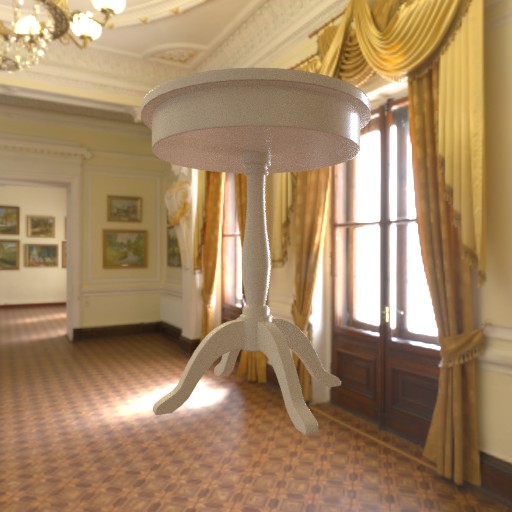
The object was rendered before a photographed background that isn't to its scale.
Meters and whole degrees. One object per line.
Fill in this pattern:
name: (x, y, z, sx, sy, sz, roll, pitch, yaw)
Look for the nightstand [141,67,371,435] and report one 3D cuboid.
nightstand: (0.000, 0.000, 1.022, 0.513, 0.653, 0.513, 0, 0, -17)
